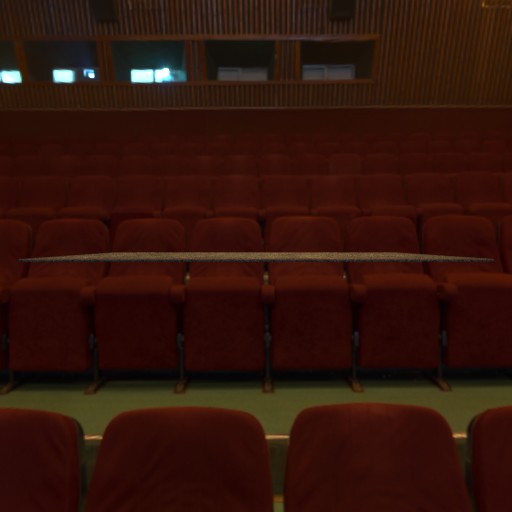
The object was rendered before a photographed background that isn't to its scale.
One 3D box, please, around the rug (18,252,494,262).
[{"bbox_3d":[0.000,0.000,2.191,1.754,0.010,1.139,0,2,-1],"label":"rug"}]
